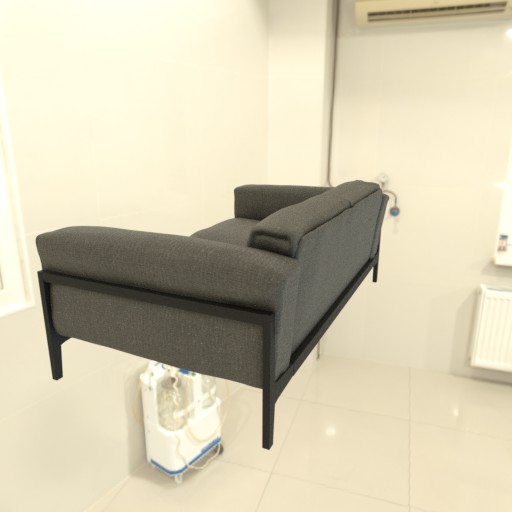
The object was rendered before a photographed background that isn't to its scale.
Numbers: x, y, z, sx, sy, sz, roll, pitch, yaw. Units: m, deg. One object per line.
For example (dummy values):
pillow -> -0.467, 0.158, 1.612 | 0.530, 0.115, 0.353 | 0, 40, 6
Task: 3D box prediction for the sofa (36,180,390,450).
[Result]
sofa -> 0.000, 0.000, 2.138 | 0.960, 0.656, 1.690 | 8, 18, 24
